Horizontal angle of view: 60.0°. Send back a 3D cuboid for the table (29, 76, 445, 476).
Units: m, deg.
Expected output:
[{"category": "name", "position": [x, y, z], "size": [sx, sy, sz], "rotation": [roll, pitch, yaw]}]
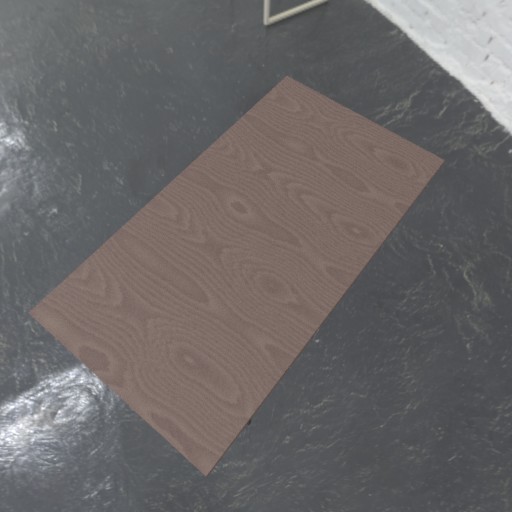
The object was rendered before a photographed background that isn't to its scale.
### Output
[{"category": "table", "position": [0.000, 0.000, 1.497], "size": [0.651, 0.347, 1.197], "rotation": [35, 68, 17]}]
